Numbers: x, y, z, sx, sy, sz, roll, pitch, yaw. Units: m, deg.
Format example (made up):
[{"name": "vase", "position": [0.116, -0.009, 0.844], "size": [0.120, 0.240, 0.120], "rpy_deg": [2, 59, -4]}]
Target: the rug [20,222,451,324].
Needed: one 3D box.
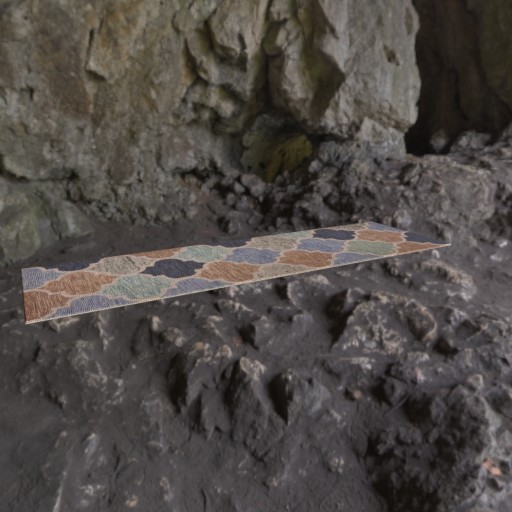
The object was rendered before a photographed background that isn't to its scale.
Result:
[{"name": "rug", "position": [0.000, 0.000, 2.428], "size": [2.287, 0.011, 0.687], "rpy_deg": [-9, 19, -27]}]
